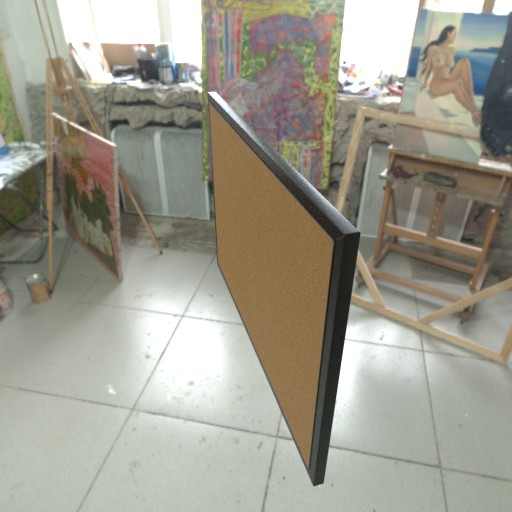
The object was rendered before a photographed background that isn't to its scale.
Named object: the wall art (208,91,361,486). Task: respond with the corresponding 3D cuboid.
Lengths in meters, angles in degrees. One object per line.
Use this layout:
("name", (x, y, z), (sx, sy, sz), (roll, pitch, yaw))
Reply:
("wall art", (0.000, 0.000, 0.562), (0.013, 0.306, 0.440), (-10, 34, -15))
